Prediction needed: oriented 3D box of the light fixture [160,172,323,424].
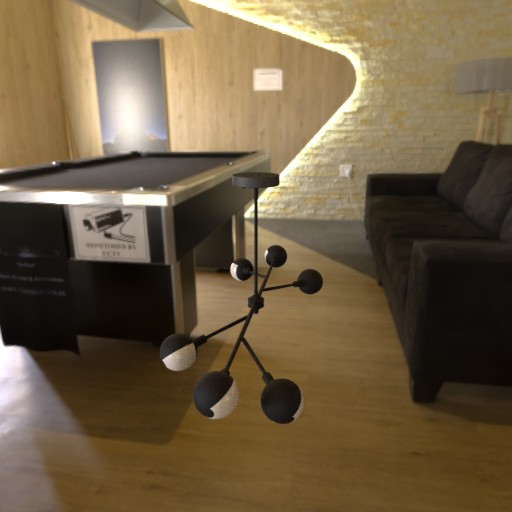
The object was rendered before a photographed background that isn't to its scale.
[{"bbox_3d":[0.000,0.000,0.998,0.434,0.362,0.778,8,19,24],"label":"light fixture"}]
